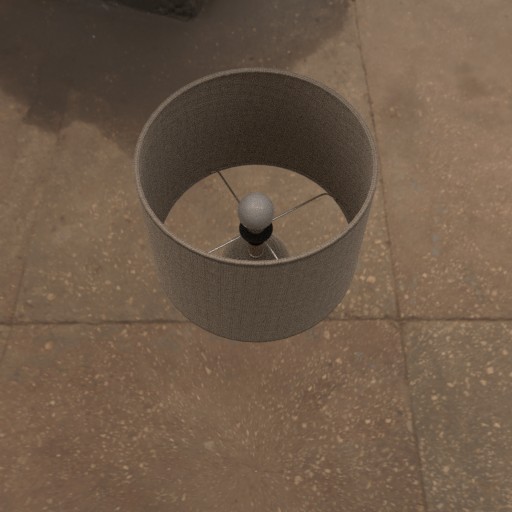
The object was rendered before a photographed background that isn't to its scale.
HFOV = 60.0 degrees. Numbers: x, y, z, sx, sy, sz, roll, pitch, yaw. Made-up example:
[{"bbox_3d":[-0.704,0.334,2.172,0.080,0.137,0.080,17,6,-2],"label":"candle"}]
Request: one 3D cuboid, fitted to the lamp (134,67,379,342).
[{"bbox_3d":[0.000,0.000,0.854,0.367,0.609,0.367,0,64,0],"label":"lamp"}]
